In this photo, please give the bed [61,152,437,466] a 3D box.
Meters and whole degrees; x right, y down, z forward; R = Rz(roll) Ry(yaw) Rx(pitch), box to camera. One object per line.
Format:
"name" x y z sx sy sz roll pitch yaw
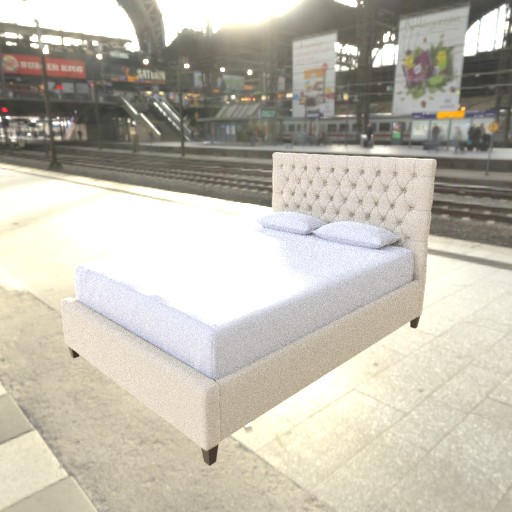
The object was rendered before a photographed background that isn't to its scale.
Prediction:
"bed" 0.000 0.000 3.396 1.698 1.427 2.387 15 21 42
